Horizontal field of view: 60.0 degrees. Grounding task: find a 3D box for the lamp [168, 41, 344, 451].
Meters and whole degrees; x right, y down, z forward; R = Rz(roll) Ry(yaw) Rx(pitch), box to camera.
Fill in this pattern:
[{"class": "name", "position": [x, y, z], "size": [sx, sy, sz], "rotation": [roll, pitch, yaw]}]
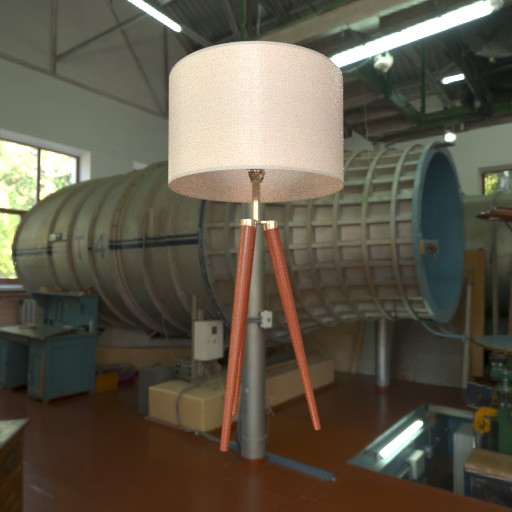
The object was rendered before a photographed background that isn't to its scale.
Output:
[{"class": "lamp", "position": [0.000, 0.000, 0.907], "size": [0.355, 0.709, 0.354], "rotation": [1, -2, -19]}]
